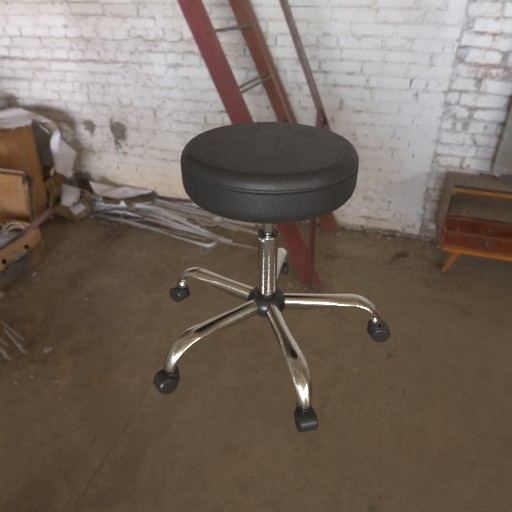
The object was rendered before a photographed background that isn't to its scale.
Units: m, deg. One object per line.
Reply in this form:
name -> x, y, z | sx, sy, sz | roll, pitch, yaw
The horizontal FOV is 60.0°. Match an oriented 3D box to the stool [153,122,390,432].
stool -> 0.000, 0.000, 1.137 | 0.638, 0.576, 0.673 | -23, 39, -31
